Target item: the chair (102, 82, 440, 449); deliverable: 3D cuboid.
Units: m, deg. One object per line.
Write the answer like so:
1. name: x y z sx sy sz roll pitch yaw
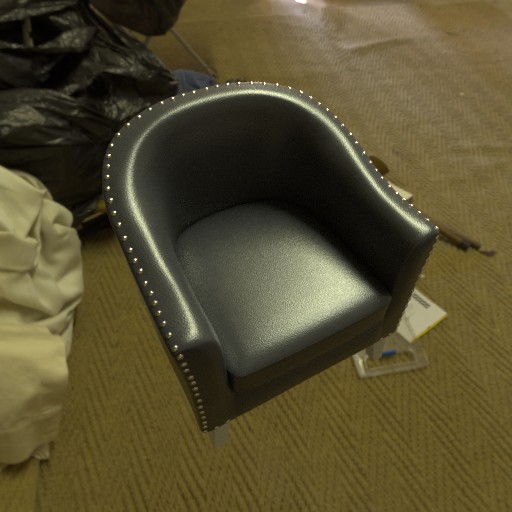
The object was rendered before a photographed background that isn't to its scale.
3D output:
1. chair: 0.000 0.000 1.435 0.794 0.823 0.748 -22 51 -19
